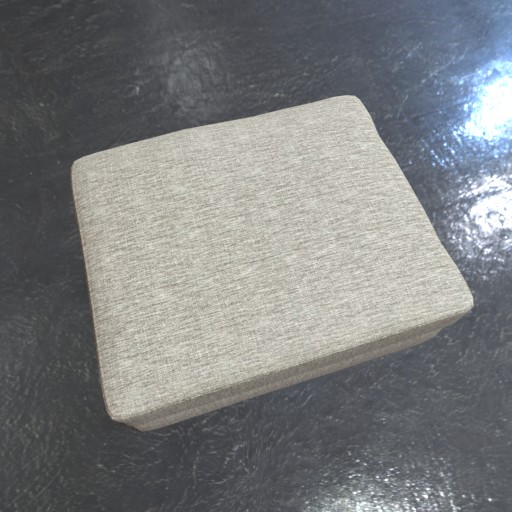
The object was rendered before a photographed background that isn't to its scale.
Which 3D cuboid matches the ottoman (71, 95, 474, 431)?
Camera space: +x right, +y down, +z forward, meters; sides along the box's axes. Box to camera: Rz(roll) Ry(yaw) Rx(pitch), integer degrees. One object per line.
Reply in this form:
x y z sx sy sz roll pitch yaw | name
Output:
0.000 0.000 1.451 0.994 0.492 0.839 -16 64 -8 | ottoman
